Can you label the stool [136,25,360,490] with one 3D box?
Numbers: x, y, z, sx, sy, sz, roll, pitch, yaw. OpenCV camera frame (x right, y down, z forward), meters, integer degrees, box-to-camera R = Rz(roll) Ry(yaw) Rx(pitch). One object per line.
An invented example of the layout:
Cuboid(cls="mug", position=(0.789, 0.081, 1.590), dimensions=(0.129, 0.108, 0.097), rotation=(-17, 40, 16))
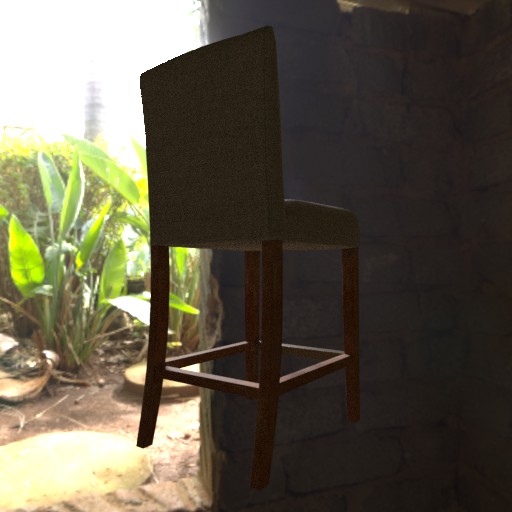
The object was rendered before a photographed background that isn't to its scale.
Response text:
Cuboid(cls="stool", position=(0.000, 0.000, 1.319), dimensions=(0.454, 1.039, 0.567), rotation=(-1, -1, 35))
